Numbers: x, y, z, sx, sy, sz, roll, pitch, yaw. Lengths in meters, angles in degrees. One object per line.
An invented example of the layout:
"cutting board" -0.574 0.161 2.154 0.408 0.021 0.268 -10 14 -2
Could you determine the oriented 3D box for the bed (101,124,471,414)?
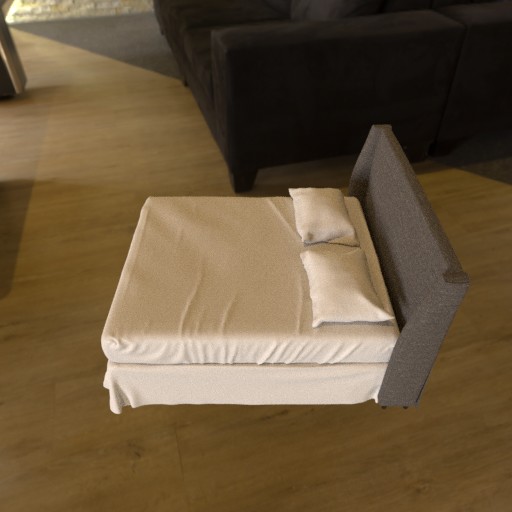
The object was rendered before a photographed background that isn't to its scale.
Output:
"bed" 0.000 0.000 3.439 2.276 1.332 1.925 0 41 0
